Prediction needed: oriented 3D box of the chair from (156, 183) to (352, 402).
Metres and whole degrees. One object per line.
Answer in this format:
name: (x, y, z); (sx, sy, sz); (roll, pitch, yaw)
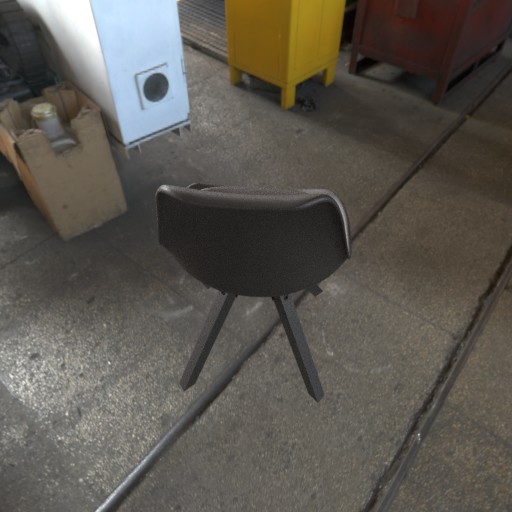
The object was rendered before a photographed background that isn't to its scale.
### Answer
chair: (0.000, 0.000, 1.187); (0.485, 0.850, 0.550); (4, 48, 3)
